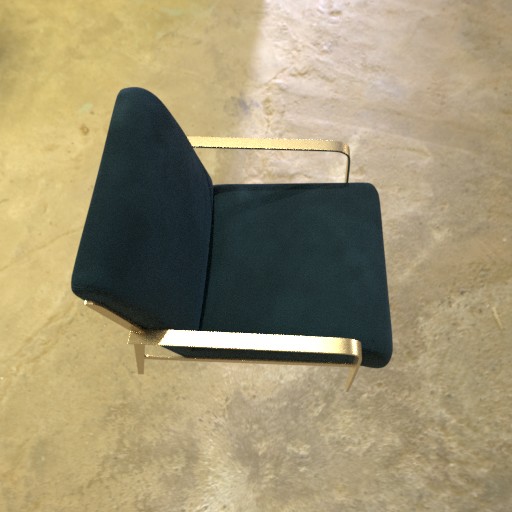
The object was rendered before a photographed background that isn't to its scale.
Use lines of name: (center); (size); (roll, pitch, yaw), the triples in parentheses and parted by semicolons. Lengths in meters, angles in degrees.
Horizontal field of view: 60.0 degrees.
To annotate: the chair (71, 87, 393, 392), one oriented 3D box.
chair: (0.000, 0.000, 1.427); (0.859, 0.831, 0.692); (2, 64, 1)
